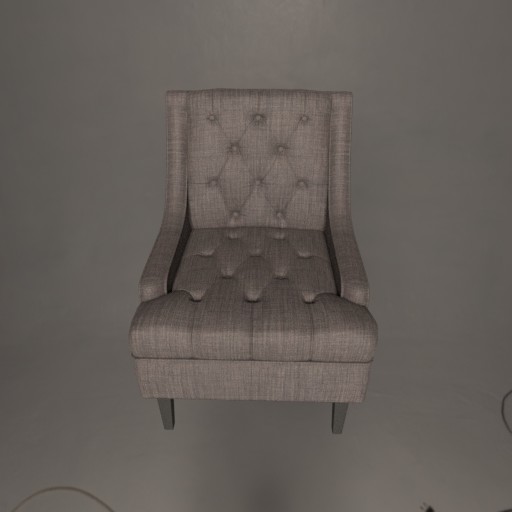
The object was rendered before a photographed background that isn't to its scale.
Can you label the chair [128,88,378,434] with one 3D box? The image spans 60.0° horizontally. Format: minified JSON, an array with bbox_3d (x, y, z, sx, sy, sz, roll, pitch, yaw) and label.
[{"bbox_3d":[0.000,0.000,1.414,0.655,0.891,0.771,1,31,1],"label":"chair"}]
